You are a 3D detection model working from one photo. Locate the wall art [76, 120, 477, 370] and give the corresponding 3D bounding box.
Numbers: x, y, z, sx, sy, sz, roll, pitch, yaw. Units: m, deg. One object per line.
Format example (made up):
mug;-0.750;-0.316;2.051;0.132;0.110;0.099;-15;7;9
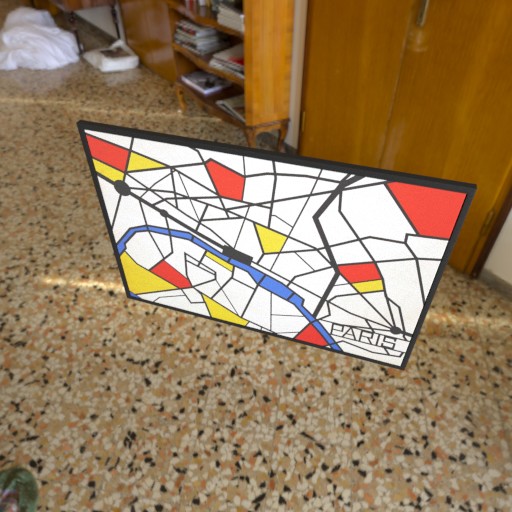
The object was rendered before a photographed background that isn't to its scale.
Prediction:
wall art;0.000;0.000;0.865;0.664;0.458;0.013;12;44;13
